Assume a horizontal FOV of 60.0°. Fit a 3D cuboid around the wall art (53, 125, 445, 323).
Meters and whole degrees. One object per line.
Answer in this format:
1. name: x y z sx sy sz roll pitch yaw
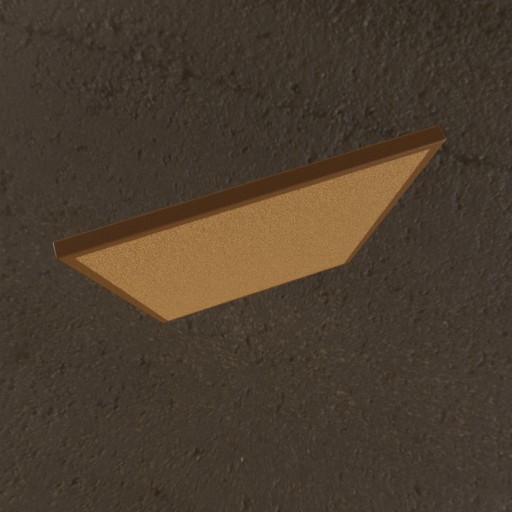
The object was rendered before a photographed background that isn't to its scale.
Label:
1. wall art: 0.000 0.000 0.752 0.449 0.550 0.021 -18 75 -5
